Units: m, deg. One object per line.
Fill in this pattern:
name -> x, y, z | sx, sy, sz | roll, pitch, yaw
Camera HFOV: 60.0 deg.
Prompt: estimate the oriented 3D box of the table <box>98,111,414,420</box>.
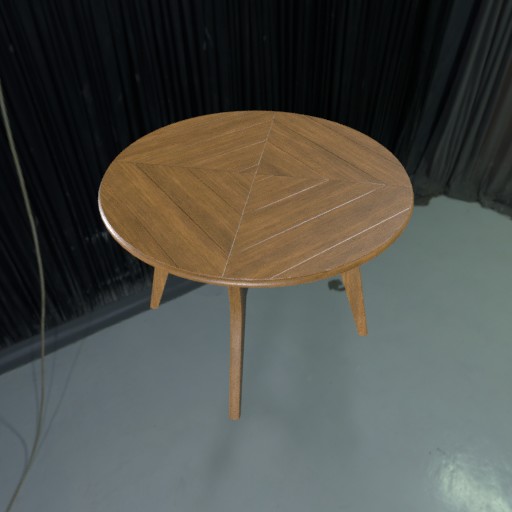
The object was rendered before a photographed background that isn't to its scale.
table -> 0.000, 0.000, 1.774 | 1.055, 0.757, 1.055 | 0, 41, 0
